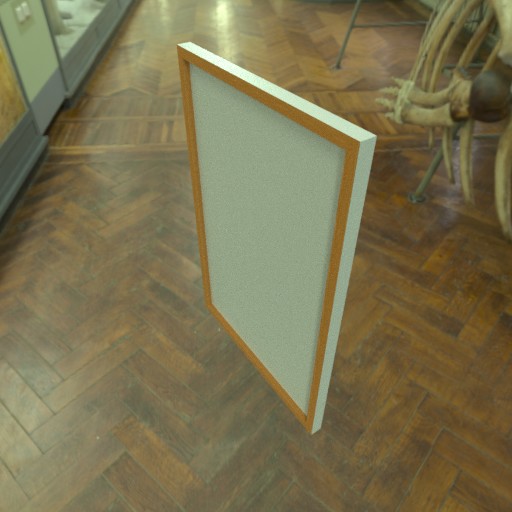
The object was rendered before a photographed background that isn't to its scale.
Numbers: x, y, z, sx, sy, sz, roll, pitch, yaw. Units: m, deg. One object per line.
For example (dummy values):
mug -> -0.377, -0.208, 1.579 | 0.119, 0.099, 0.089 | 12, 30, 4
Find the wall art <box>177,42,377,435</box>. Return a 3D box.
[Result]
wall art -> 0.000, 0.000, 0.778 | 0.025, 0.608, 0.405 | -25, 47, -25
